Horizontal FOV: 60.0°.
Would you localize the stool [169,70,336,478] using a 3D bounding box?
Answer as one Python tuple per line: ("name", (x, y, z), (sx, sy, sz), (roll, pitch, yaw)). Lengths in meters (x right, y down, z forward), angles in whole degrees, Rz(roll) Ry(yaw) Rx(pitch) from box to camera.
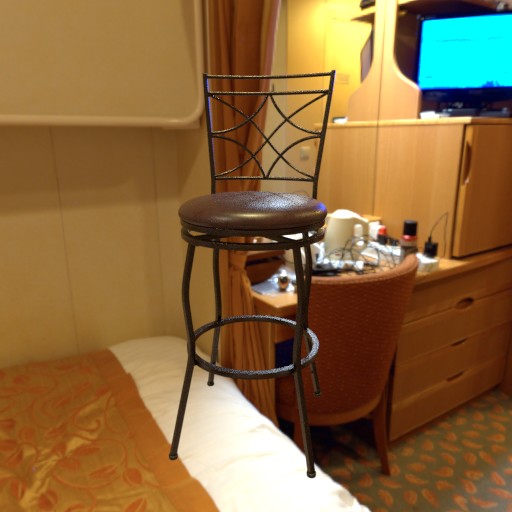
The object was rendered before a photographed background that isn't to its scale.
("stool", (0.000, 0.000, 1.371), (0.434, 1.117, 0.534), (3, 15, 10))
